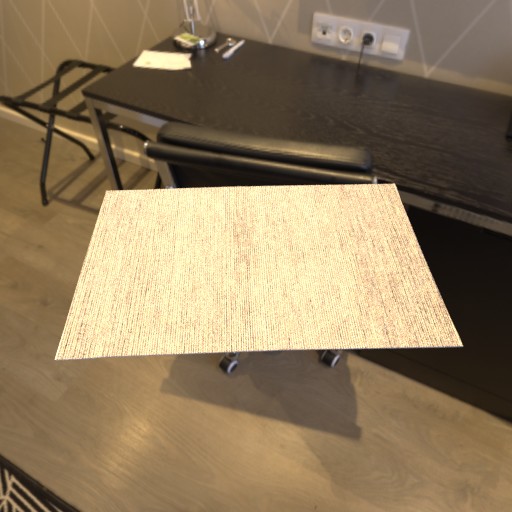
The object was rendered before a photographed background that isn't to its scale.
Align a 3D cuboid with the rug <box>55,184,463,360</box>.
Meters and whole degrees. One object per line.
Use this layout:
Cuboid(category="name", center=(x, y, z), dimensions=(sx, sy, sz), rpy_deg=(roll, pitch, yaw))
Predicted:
Cuboid(category="rug", center=(0.000, 0.000, 2.304), dimensions=(1.773, 0.021, 1.149), rpy_deg=(-2, 47, -1))
